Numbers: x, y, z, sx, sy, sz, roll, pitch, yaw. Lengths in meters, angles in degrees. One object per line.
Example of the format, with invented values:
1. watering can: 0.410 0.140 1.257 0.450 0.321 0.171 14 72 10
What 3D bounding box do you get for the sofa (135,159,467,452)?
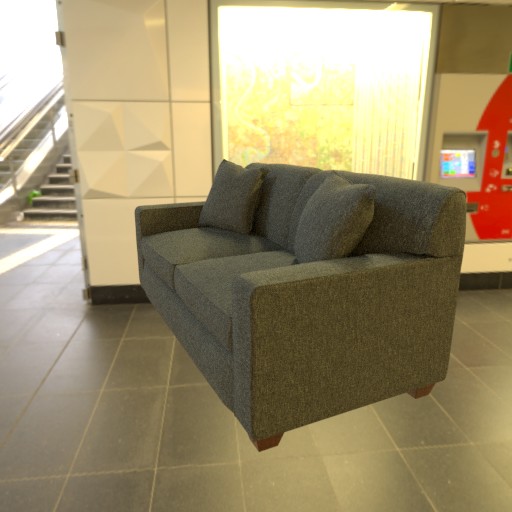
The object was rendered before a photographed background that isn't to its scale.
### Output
1. sofa: 0.000 0.000 2.412 0.998 0.958 1.846 -7 17 -25
